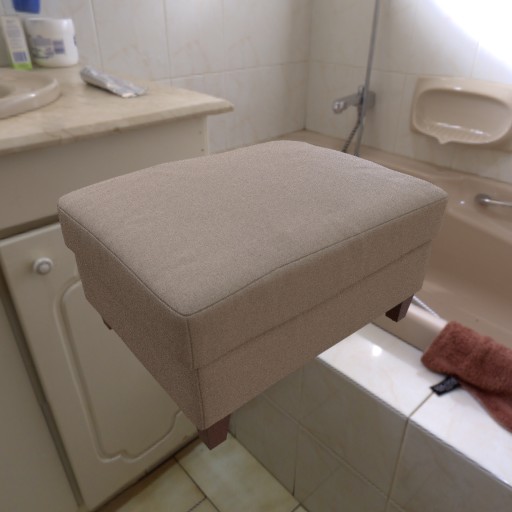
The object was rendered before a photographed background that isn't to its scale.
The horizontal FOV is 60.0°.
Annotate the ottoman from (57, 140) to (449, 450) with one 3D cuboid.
[{"bbox_3d":[0.000,0.000,1.324,0.902,0.511,0.692,-23,37,-34],"label":"ottoman"}]
